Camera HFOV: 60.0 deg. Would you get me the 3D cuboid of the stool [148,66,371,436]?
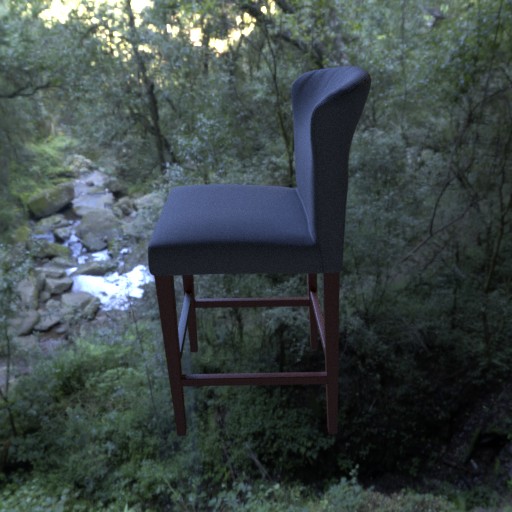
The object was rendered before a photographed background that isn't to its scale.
[{"bbox_3d":[0.000,0.000,1.365,0.568,1.069,0.481,-1,28,-1],"label":"stool"}]
